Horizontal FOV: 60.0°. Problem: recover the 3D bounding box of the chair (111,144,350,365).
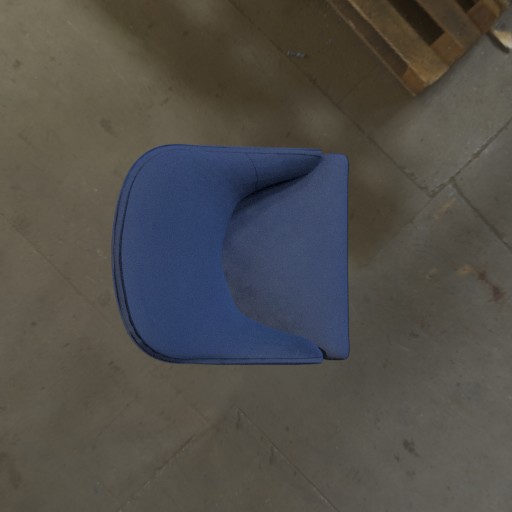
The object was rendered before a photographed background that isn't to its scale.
[{"bbox_3d":[0.000,0.000,1.297,0.575,0.889,0.643,0,89,0],"label":"chair"}]
